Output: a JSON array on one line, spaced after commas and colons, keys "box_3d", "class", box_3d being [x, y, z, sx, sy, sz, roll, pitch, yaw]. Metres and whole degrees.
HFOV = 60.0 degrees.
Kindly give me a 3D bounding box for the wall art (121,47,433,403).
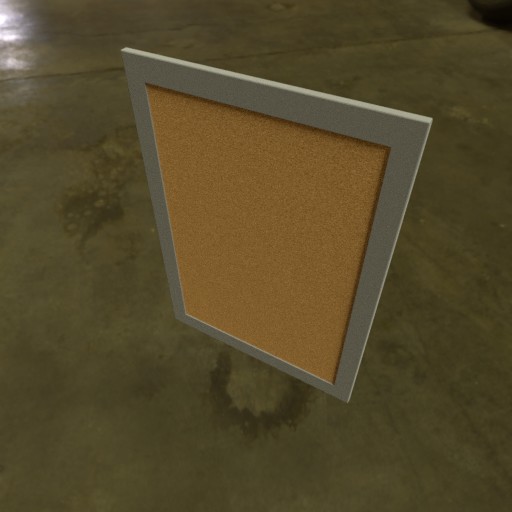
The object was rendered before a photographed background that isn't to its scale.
[{"box_3d": [0.000, 0.000, 0.660, 0.374, 0.529, 0.012, 21, 48, 21], "class": "wall art"}]
